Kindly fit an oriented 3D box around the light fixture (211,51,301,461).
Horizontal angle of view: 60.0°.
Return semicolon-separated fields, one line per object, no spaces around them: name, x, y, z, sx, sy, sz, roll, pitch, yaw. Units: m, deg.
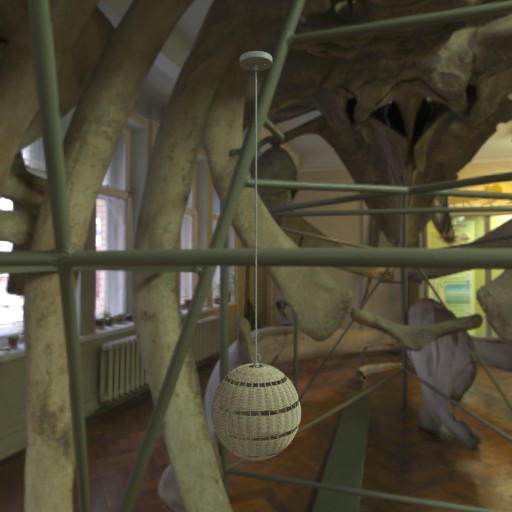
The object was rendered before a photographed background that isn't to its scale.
light fixture;0.000;0.000;2.261;0.457;2.019;0.457;0;0;19
